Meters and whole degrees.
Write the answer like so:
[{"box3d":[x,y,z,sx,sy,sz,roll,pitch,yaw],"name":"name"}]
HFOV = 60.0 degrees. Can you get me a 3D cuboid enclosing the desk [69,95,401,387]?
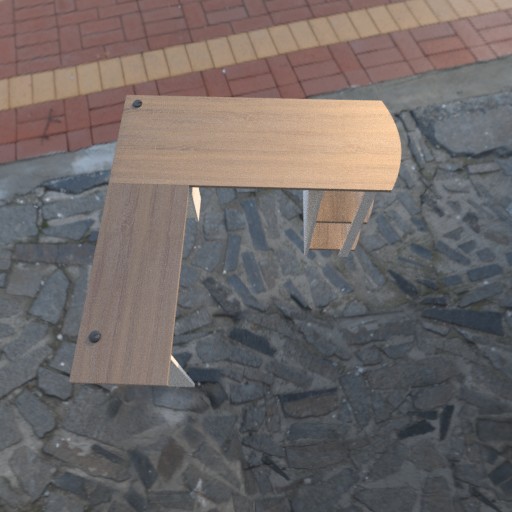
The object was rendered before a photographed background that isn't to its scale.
[{"box3d":[0.000,0.000,2.186,1.303,0.716,1.361,2,65,1],"name":"desk"}]
